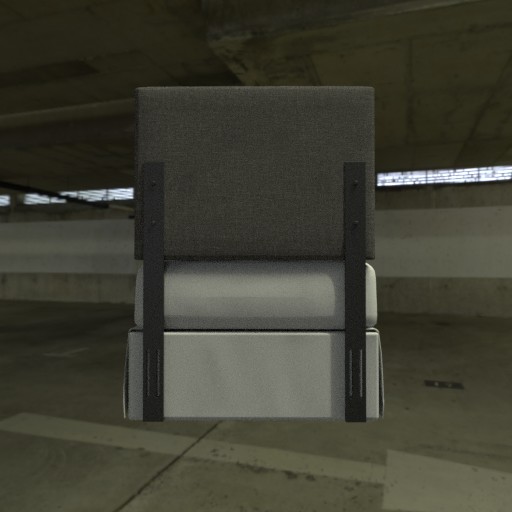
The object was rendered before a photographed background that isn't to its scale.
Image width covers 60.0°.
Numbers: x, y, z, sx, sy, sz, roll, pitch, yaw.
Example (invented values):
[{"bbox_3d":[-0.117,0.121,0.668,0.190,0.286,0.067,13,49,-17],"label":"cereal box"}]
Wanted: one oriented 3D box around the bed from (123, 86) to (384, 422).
[{"bbox_3d":[0.000,0.000,3.046,1.261,1.571,1.997,0,-1,0],"label":"bed"}]
